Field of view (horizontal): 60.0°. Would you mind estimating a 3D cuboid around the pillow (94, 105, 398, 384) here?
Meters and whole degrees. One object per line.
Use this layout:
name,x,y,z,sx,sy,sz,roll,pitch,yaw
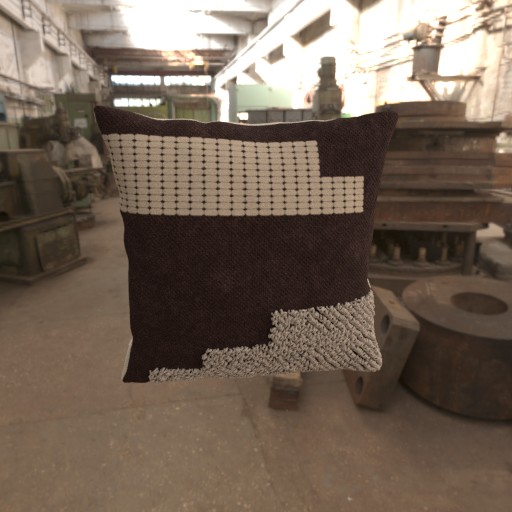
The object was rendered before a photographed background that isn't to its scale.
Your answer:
pillow,0.000,0.000,0.741,0.475,0.473,0.178,-3,16,-9
